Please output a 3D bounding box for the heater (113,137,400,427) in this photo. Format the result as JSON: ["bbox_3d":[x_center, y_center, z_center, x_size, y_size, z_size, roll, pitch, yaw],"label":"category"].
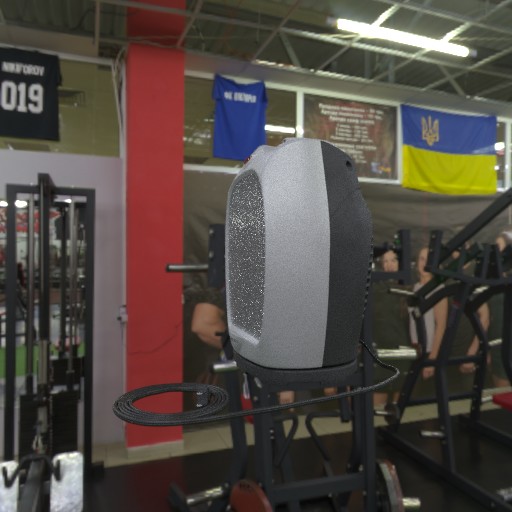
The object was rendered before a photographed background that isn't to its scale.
[{"bbox_3d":[0.000,0.000,0.472,0.291,0.255,0.239,0,1,-18],"label":"heater"}]
